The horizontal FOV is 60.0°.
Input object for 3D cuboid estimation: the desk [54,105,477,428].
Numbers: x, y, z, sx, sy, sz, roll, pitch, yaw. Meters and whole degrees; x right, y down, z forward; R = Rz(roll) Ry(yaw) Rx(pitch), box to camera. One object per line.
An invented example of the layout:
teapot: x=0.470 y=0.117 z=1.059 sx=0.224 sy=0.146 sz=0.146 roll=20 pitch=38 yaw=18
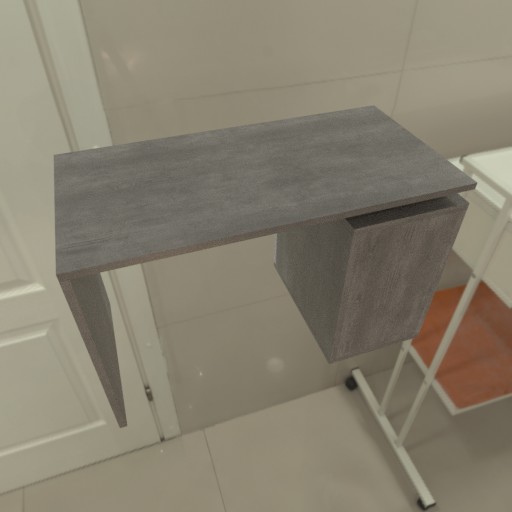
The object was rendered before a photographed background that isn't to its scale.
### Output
desk: x=0.000 y=0.000 z=1.639 sx=1.200 sy=0.740 sz=0.600 roll=-13 pitch=43 yaw=-14
